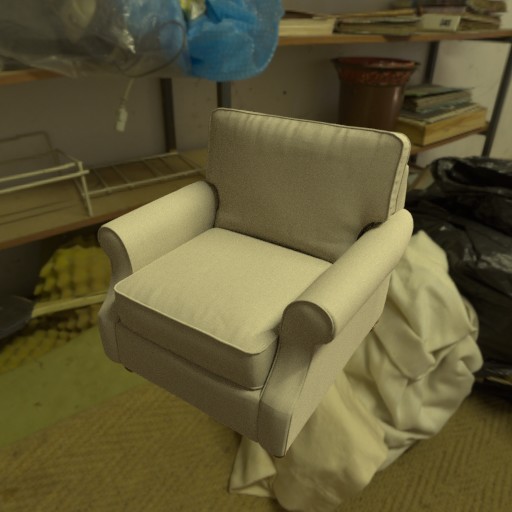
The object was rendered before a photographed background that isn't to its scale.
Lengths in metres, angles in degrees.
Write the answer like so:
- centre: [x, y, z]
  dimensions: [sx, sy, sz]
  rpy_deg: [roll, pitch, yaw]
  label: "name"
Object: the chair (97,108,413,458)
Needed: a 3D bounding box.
- centre: [0.000, 0.000, 1.755]
  dimensions: [1.029, 0.967, 0.966]
  rpy_deg: [18, 34, 29]
  label: "chair"
